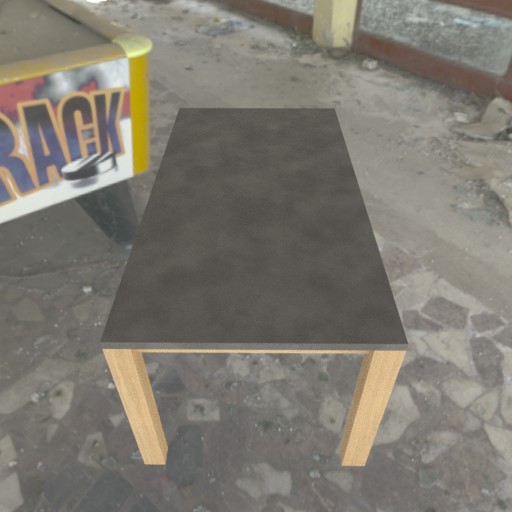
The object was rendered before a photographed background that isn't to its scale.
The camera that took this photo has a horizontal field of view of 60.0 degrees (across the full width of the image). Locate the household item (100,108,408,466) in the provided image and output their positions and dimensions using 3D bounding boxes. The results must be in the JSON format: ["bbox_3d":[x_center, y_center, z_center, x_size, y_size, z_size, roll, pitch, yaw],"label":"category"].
[{"bbox_3d":[0.000,0.000,2.071,0.850,0.755,1.600,0,41,0],"label":"household item"}]
